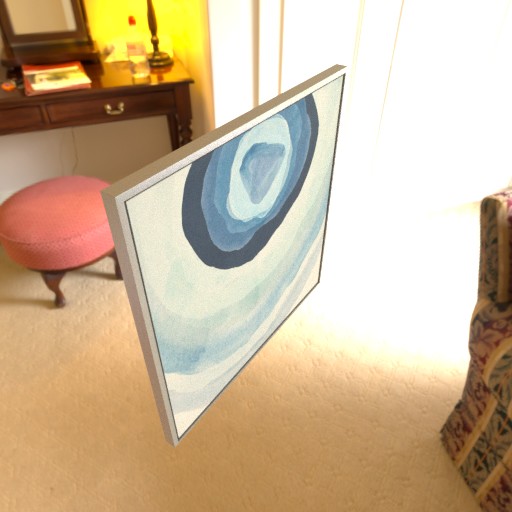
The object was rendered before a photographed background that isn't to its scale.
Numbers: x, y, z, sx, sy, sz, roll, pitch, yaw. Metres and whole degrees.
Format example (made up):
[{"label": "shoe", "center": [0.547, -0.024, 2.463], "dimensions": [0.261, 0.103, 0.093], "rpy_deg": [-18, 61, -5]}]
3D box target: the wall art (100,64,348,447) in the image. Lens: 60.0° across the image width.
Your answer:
[{"label": "wall art", "center": [0.000, 0.000, 1.216], "dimensions": [0.038, 0.807, 0.809], "rpy_deg": [25, 46, 27]}]
